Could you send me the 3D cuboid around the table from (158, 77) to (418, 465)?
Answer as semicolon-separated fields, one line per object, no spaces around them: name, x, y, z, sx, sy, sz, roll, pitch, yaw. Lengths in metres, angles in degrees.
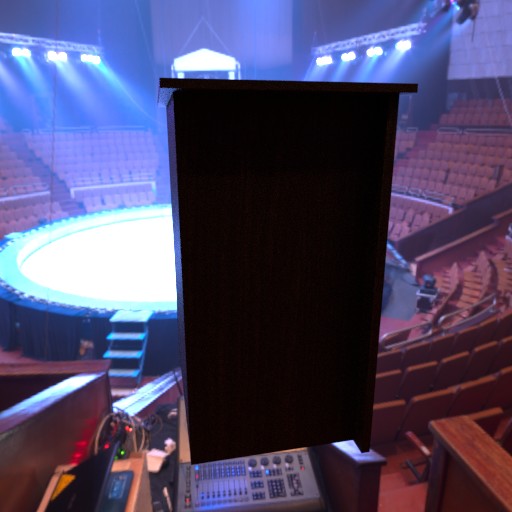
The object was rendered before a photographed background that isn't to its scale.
table;0.000;0.000;1.039;0.406;0.711;0.591;-3;16;-12
